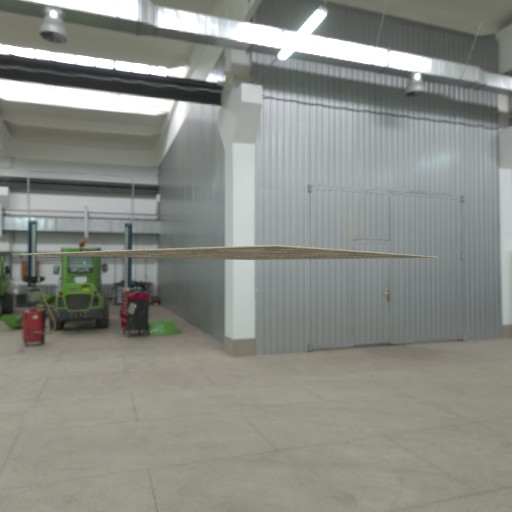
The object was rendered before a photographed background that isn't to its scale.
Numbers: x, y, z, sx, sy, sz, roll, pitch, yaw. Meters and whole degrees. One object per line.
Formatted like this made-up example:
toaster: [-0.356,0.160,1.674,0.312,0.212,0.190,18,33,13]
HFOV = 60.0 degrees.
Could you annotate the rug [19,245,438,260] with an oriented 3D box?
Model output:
rug: [0.000,0.000,3.906,2.380,0.008,2.977,-1,-2,36]
